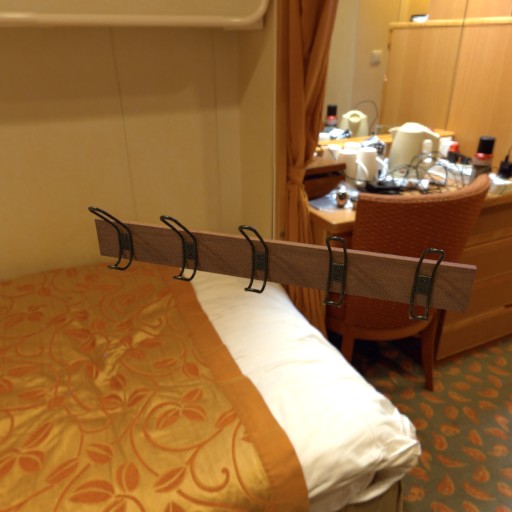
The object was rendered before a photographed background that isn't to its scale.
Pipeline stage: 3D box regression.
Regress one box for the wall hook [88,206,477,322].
[{"bbox_3d":[0.000,0.000,0.604,0.554,0.116,0.076,8,27,16],"label":"wall hook"}]
